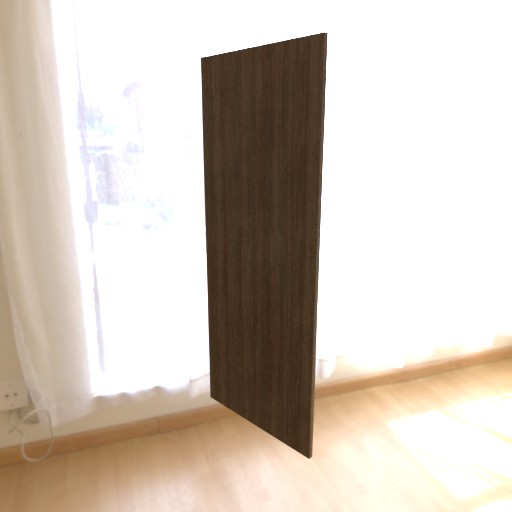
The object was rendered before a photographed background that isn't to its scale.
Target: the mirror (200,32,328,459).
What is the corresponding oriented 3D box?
[{"bbox_3d":[0.000,0.000,2.340,0.025,2.032,0.812,-14,20,-43],"label":"mirror"}]
